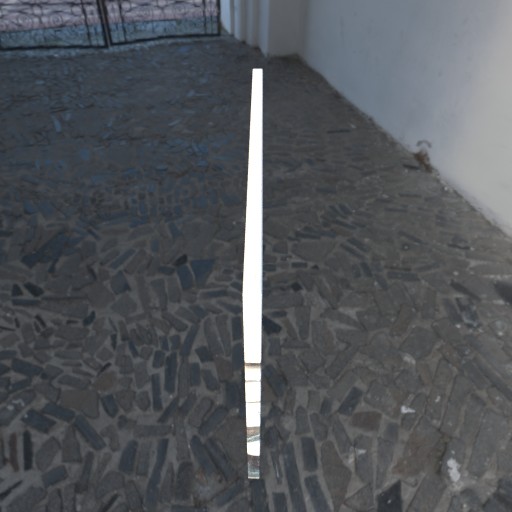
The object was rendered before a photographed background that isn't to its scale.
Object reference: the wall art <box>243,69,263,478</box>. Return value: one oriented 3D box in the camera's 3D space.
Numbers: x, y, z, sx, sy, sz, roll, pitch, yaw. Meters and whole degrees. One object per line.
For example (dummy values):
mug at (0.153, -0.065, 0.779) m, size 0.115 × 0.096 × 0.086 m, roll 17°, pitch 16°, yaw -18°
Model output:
wall art at (0.000, 0.000, 1.631) m, size 0.039 × 0.915 × 1.219 m, roll 0°, pitch 43°, yaw 0°
